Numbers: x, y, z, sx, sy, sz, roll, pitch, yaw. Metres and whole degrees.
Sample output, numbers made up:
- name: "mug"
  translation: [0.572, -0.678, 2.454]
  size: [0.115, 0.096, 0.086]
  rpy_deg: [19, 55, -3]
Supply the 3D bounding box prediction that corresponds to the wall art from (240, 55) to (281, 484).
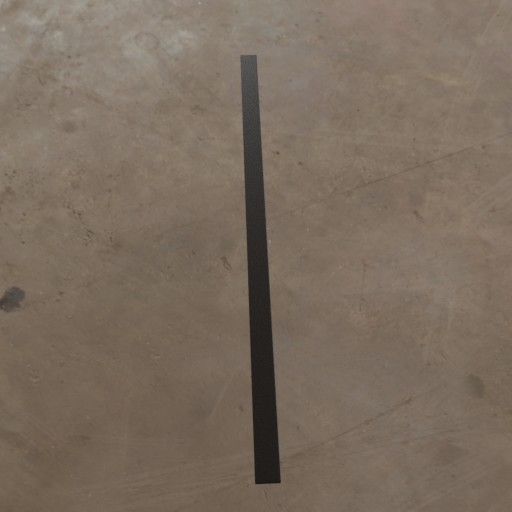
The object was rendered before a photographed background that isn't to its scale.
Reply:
- name: "wall art"
  translation: [0.000, 0.000, 0.947]
  size: [0.037, 0.303, 0.860]
  rpy_deg: [-2, 64, -1]
